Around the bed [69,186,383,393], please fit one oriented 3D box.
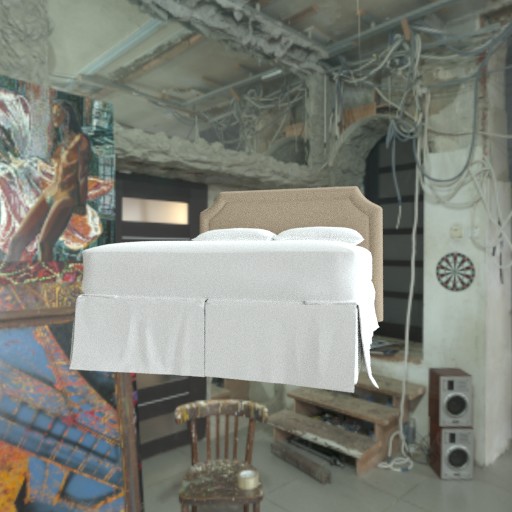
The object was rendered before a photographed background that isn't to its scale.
[{"bbox_3d":[0.000,0.000,3.348,1.828,1.301,2.204,0,0,17],"label":"bed"}]
